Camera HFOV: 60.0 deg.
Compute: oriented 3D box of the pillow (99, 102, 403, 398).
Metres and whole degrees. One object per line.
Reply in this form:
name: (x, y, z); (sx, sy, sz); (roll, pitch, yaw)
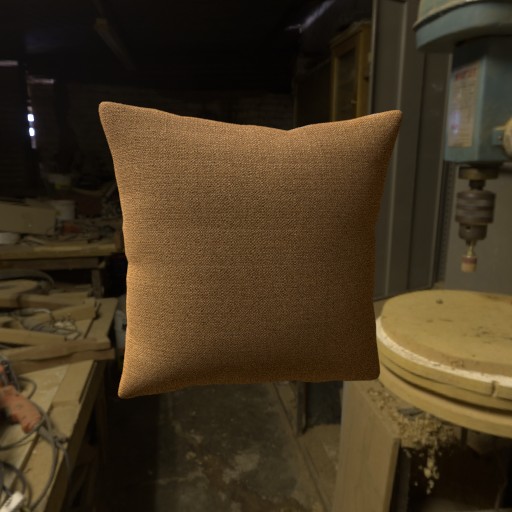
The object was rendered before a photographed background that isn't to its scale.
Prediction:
pillow: (0.000, 0.000, 0.674); (0.432, 0.437, 0.147); (-2, 13, -9)
